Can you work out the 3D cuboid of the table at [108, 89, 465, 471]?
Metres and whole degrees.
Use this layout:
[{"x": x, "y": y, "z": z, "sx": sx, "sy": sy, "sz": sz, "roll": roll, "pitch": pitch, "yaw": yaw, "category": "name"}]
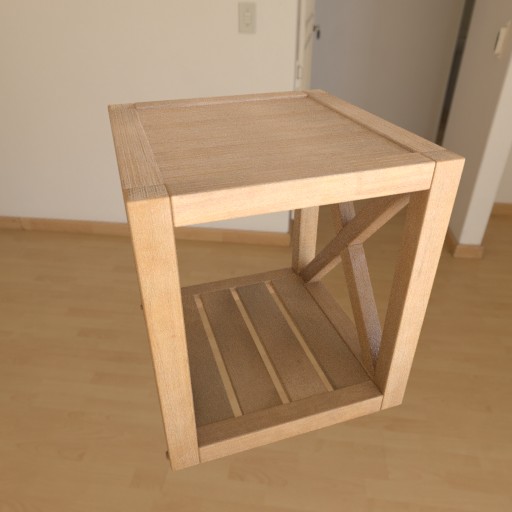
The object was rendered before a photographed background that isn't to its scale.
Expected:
[{"x": 0.000, "y": 0.000, "z": 1.043, "sx": 0.558, "sy": 0.610, "sz": 0.559, "roll": -10, "pitch": 34, "yaw": -15, "category": "table"}]
